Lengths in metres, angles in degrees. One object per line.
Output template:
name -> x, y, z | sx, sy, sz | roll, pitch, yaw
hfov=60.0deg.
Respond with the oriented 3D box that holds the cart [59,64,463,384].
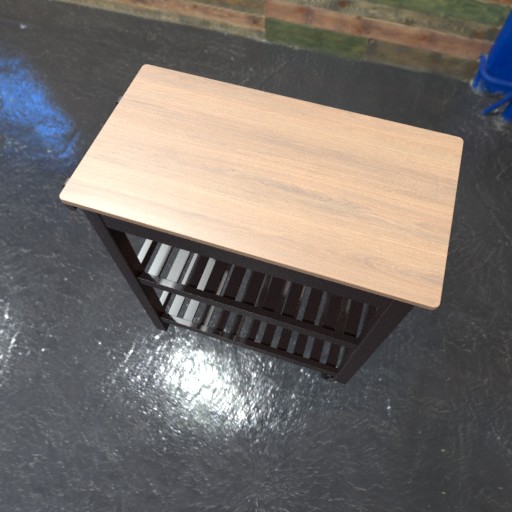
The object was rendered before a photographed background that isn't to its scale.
cart -> 0.000, 0.000, 1.435 | 0.899, 0.927, 0.457 | 16, 64, 8
